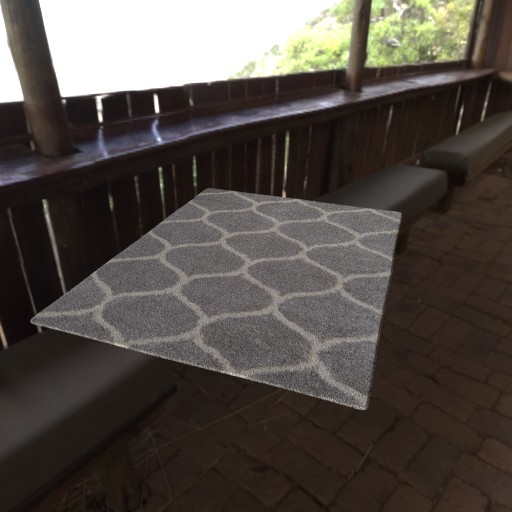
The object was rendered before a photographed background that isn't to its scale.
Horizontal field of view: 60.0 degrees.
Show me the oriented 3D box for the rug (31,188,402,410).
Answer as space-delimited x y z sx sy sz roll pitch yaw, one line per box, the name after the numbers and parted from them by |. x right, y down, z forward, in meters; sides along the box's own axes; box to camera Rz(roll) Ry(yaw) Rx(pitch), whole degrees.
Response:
0.000 0.000 4.064 2.399 0.026 3.000 10 30 17 | rug
